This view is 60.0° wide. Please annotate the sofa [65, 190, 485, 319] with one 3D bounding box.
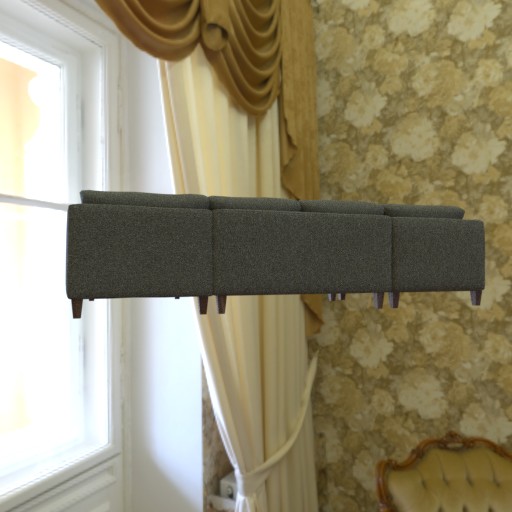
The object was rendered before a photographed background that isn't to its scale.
[{"bbox_3d":[0.000,0.000,4.387,3.238,0.853,2.551,0,-1,-17],"label":"sofa"}]
